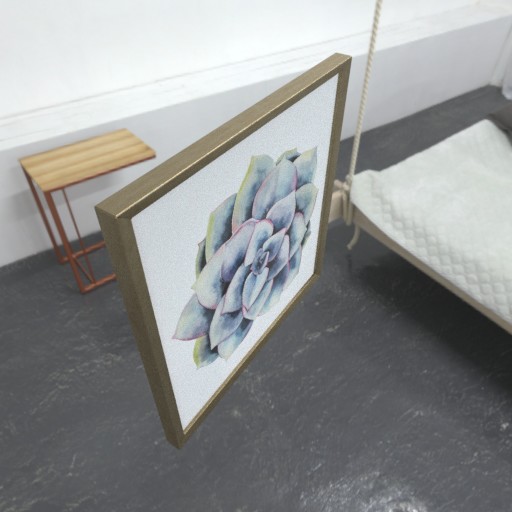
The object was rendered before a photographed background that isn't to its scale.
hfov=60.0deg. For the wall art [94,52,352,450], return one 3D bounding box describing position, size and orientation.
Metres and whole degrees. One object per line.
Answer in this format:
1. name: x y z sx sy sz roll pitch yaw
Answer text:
1. wall art: 0.000 0.000 0.739 0.030 0.506 0.503 25 49 24
